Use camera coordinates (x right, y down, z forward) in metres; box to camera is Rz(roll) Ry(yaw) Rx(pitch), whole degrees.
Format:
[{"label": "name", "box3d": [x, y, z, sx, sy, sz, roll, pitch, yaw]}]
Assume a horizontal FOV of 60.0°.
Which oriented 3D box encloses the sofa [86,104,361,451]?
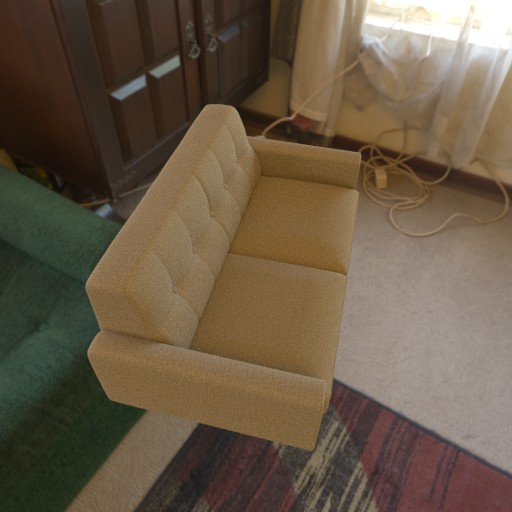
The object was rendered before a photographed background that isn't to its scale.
[{"label": "sofa", "box3d": [0.000, 0.000, 2.291, 0.952, 0.925, 1.651, 10, 47, 10]}]
